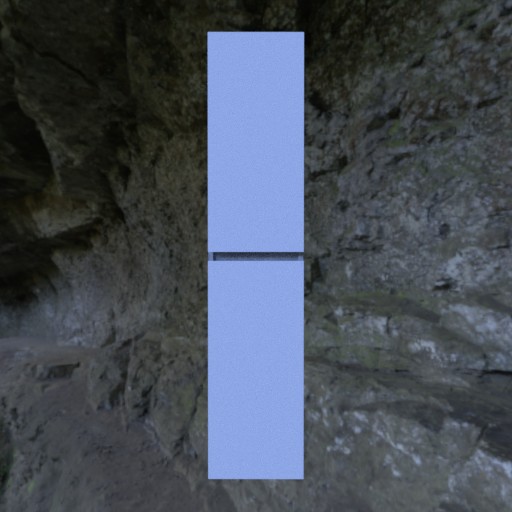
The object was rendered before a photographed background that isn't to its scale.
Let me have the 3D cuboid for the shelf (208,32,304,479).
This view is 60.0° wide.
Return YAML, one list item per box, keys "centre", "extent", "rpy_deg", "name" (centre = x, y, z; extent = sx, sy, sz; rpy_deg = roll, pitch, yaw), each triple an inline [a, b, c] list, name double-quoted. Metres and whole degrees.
- centre: [0.000, 0.000, 1.522]
  extent: [0.300, 1.400, 0.270]
  rpy_deg: [0, 1, 0]
  name: "shelf"
